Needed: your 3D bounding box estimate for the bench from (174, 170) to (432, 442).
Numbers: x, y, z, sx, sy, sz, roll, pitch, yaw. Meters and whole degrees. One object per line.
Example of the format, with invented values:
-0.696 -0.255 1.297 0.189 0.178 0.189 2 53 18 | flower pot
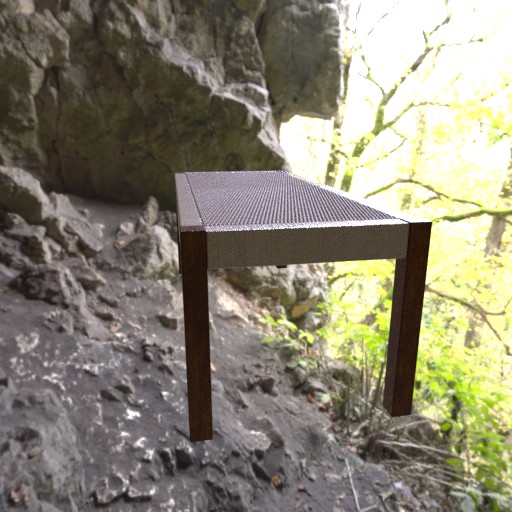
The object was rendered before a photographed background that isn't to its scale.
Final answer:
0.000 0.000 1.484 0.507 0.457 1.198 -3 16 -10 | bench
